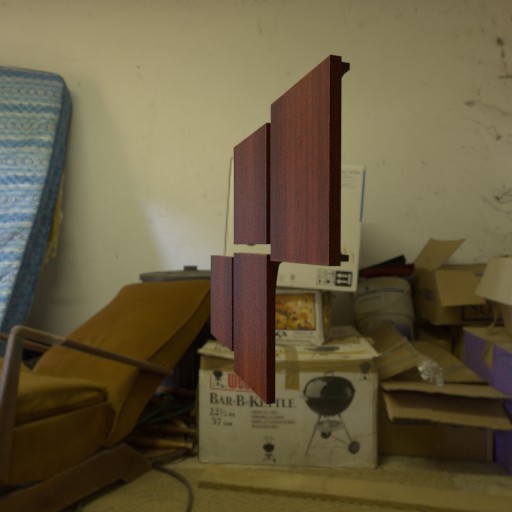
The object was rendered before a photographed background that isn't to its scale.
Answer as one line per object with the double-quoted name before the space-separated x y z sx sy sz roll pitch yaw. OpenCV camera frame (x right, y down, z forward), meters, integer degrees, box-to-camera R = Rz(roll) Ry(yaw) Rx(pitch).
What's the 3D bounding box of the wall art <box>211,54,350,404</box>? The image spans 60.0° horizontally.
"wall art" 0.000 0.000 0.840 0.030 0.497 0.635 0 1 -19
